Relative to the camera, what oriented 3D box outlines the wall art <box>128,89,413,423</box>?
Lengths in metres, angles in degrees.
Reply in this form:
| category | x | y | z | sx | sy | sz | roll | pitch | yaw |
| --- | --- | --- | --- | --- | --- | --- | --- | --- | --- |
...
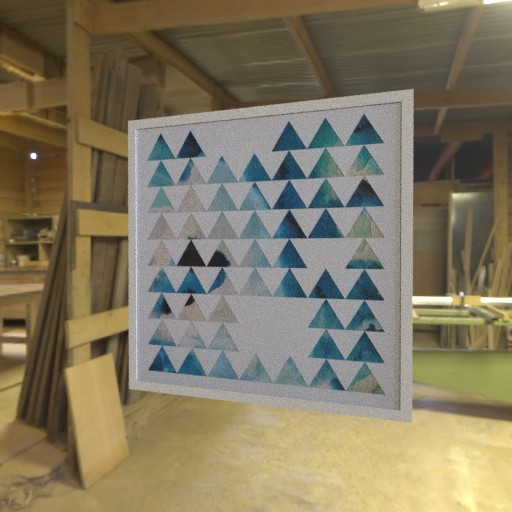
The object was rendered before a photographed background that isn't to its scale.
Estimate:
| category | x | y | z | sx | sy | sz | roll | pitch | yaw |
| --- | --- | --- | --- | --- | --- | --- | --- | --- | --- |
| wall art | 0.000 | 0.000 | 0.836 | 0.557 | 0.557 | 0.012 | 0 | 1 | 19 |
